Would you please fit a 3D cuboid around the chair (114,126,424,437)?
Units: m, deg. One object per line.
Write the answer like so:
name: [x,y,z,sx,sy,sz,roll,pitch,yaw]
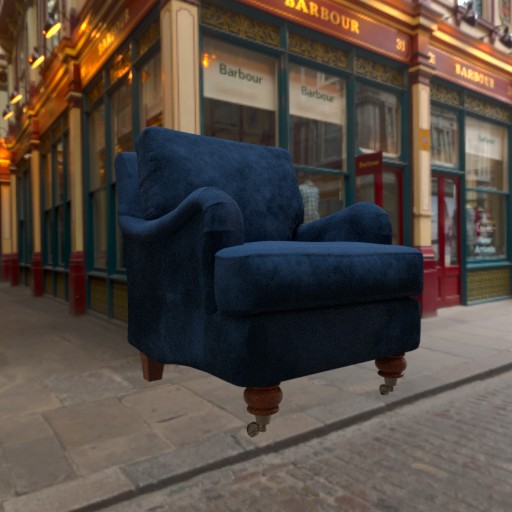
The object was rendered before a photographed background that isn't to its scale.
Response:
chair: [0.000,0.000,1.851,0.895,1.076,1.078,-1,1,-37]
